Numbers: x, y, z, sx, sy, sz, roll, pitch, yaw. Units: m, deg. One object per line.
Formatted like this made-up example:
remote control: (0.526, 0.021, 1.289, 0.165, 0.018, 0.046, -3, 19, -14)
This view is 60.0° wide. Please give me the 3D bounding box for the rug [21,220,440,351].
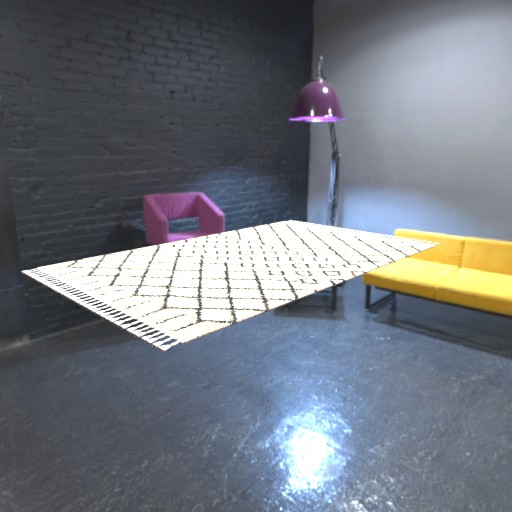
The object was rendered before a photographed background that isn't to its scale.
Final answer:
rug: (0.000, 0.000, 2.411, 1.196, 0.008, 2.006, 14, 20, 43)
